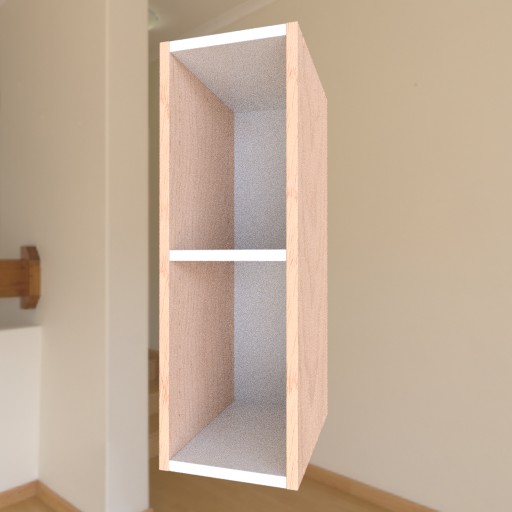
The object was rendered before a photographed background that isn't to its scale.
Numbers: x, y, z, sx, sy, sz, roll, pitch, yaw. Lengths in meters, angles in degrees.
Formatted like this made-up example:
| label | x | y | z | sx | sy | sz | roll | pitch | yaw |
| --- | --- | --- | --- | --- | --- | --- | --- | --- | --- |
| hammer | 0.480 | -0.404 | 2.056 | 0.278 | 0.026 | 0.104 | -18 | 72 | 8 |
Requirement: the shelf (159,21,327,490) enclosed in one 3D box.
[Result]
| label | x | y | z | sx | sy | sz | roll | pitch | yaw |
| --- | --- | --- | --- | --- | --- | --- | --- | --- | --- |
| shelf | 0.000 | 0.000 | 0.733 | 0.200 | 0.600 | 0.290 | 0 | 0 | 17 |
